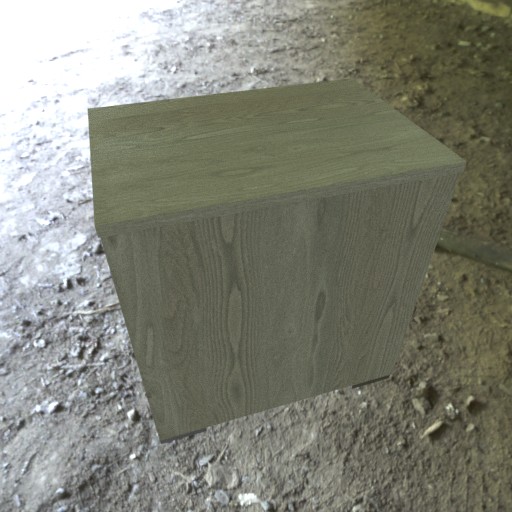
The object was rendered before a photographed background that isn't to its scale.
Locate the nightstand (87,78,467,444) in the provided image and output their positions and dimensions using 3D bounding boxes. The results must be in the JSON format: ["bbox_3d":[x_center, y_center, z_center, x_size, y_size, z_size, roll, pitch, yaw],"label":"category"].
[{"bbox_3d":[0.000,0.000,0.764,0.442,0.461,0.325,-12,42,-13],"label":"nightstand"}]
